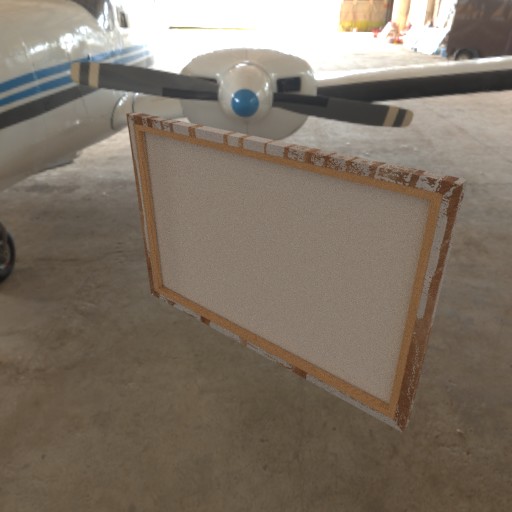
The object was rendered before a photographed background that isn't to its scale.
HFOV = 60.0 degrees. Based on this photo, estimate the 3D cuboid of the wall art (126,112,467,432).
[{"bbox_3d":[0.000,0.000,1.153,0.914,0.609,0.035,22,36,34],"label":"wall art"}]
